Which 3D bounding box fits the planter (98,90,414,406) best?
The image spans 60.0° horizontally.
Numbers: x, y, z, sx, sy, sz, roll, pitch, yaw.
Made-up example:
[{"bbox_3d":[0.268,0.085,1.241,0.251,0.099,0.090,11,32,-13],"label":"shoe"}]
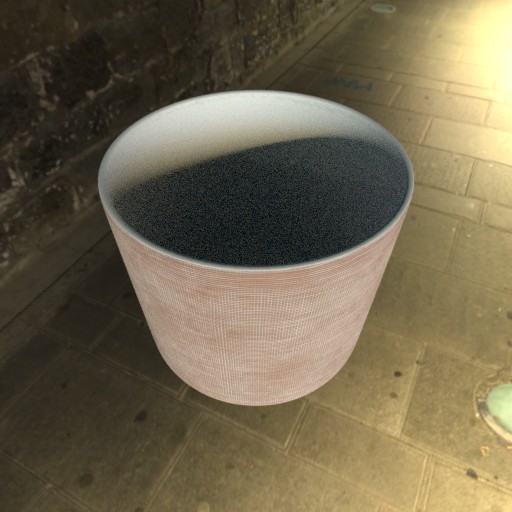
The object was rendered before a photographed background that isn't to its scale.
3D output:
[{"bbox_3d":[0.000,0.000,0.775,0.440,0.398,0.440,0,45,0],"label":"planter"}]
